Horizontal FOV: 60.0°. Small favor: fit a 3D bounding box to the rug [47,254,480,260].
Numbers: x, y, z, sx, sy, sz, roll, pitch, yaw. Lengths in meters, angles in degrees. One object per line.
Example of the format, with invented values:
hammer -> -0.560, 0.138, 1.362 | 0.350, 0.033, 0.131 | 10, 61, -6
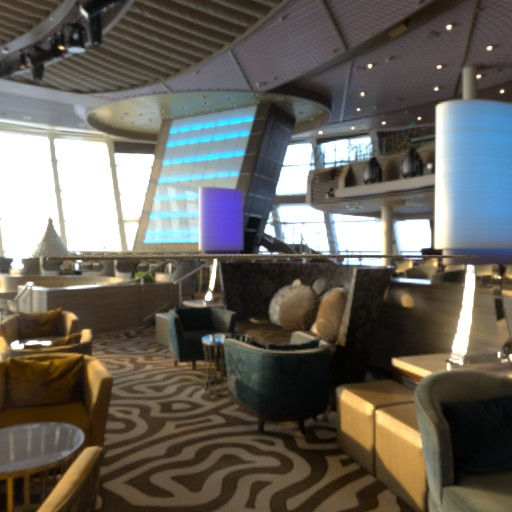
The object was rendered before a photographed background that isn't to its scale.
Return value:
rug -> 0.000, 0.000, 3.160 | 2.498, 0.022, 1.535 | 0, 1, -16
